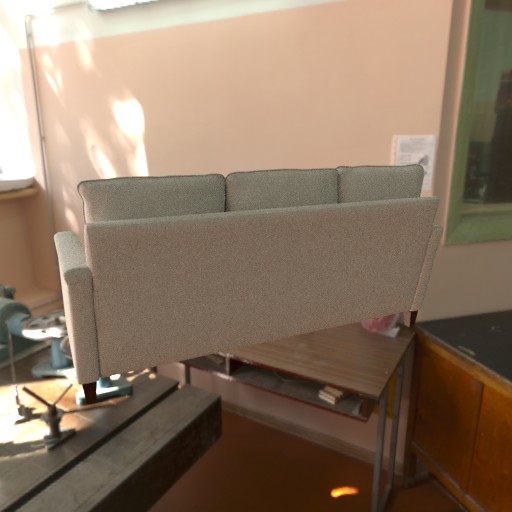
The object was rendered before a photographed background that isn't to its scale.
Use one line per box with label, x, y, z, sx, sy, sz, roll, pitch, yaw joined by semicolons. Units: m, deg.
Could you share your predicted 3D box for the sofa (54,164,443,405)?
sofa;0.000;0.000;2.371;1.925;0.961;0.828;-7;16;-25
